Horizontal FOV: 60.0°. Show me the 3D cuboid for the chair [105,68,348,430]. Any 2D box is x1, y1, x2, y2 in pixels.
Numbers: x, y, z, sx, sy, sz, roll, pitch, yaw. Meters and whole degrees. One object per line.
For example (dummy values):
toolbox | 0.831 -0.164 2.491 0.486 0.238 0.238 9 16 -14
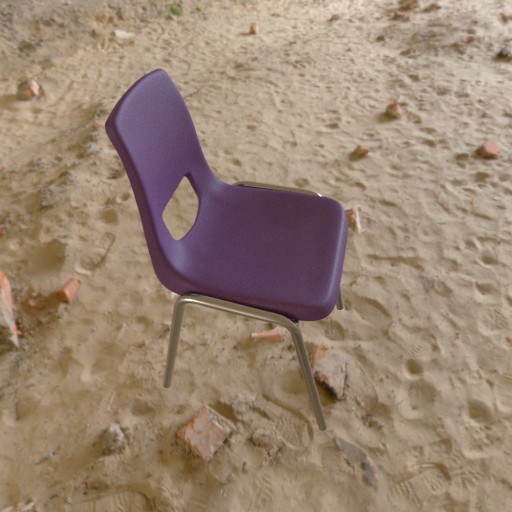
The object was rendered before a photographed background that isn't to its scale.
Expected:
chair | 0.000 0.000 0.949 0.432 0.704 0.381 10 47 10
